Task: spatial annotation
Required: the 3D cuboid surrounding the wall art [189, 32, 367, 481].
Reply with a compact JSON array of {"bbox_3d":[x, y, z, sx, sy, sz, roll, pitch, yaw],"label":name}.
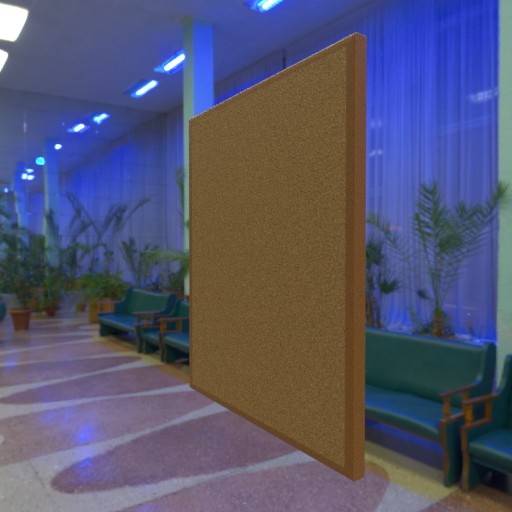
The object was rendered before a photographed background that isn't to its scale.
[{"bbox_3d":[0.000,0.000,0.735,0.022,0.553,0.452,-1,1,-35],"label":"wall art"}]
